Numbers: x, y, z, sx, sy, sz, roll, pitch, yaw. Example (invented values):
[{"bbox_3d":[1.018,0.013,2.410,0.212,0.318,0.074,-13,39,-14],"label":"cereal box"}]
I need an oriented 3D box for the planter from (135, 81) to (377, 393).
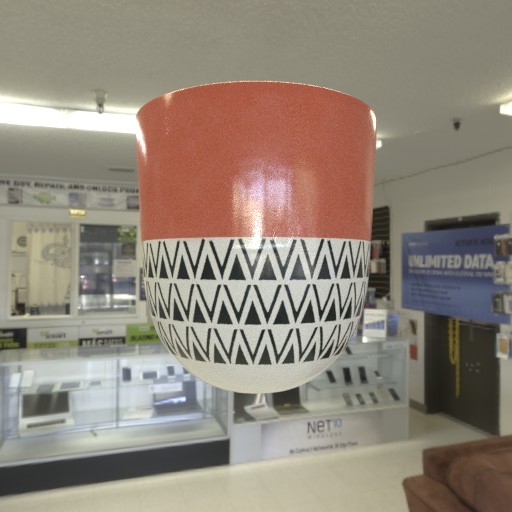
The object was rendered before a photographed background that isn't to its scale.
[{"bbox_3d":[0.000,0.000,0.369,0.195,0.214,0.195,0,-1,0],"label":"planter"}]
